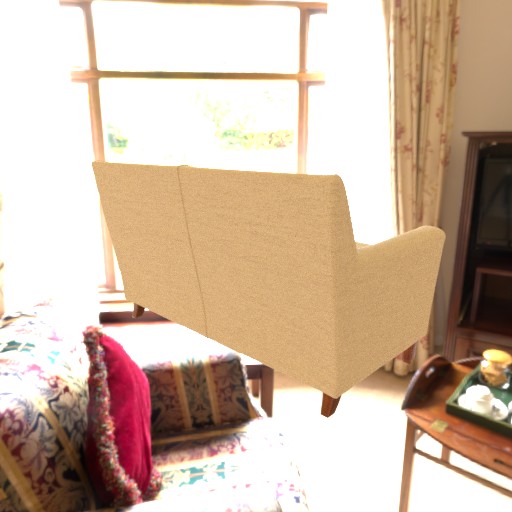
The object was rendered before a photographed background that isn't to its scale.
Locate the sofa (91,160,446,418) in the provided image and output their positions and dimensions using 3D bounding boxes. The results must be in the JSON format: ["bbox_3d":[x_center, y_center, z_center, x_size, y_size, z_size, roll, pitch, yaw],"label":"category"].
[{"bbox_3d":[0.000,0.000,2.135,1.482,0.892,0.891,14,20,43],"label":"sofa"}]
